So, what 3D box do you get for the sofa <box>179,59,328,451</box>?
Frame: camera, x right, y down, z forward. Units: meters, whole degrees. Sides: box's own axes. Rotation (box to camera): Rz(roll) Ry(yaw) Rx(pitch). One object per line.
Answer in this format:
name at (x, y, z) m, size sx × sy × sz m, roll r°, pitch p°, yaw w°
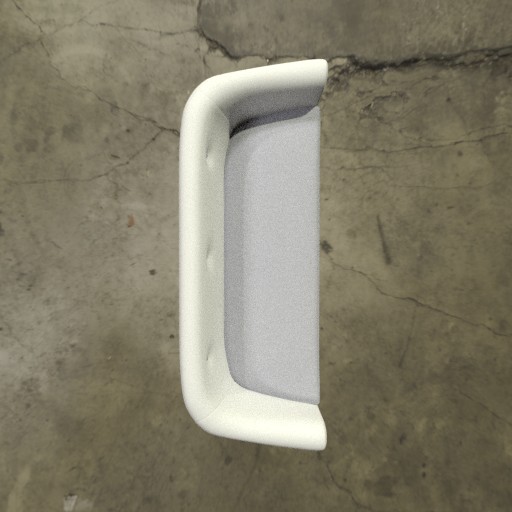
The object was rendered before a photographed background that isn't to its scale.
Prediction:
sofa at (0.000, 0.000, 2.642) m, size 0.827 × 0.795 × 2.160 m, roll 0°, pitch 91°, yaw 0°
